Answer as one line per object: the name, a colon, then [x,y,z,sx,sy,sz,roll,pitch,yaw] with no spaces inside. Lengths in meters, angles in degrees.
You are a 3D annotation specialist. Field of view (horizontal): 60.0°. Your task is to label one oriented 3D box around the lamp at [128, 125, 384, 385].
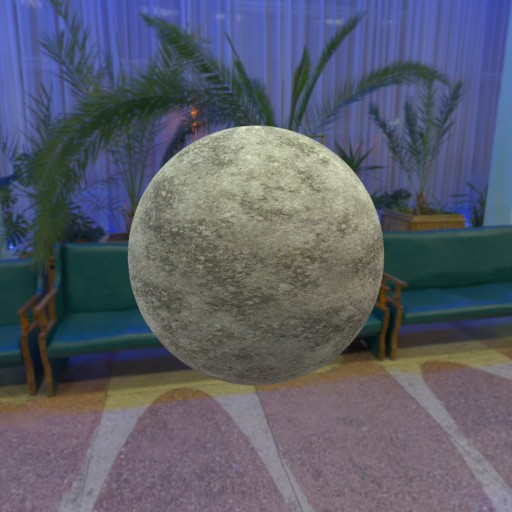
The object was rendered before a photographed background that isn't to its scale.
lamp: [0.000,0.000,0.760,0.422,0.429,0.422,0,14,0]
